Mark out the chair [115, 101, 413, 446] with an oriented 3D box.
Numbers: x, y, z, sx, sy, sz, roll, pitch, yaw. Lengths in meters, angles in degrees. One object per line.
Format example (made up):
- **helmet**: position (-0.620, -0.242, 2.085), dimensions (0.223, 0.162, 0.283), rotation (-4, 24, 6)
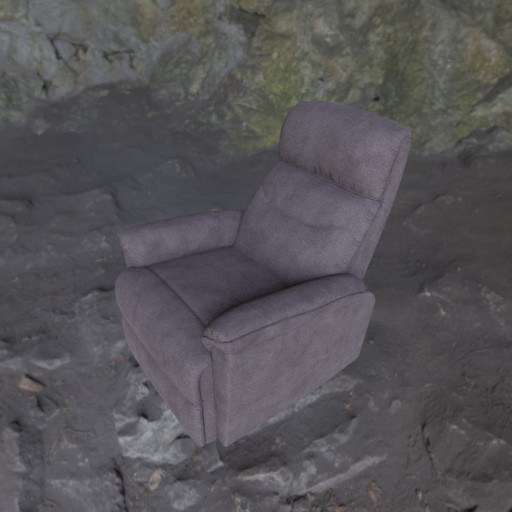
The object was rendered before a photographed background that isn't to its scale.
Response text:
- **chair**: position (0.000, 0.000, 1.752), dimensions (1.009, 1.036, 0.830), rotation (-21, 37, -30)
